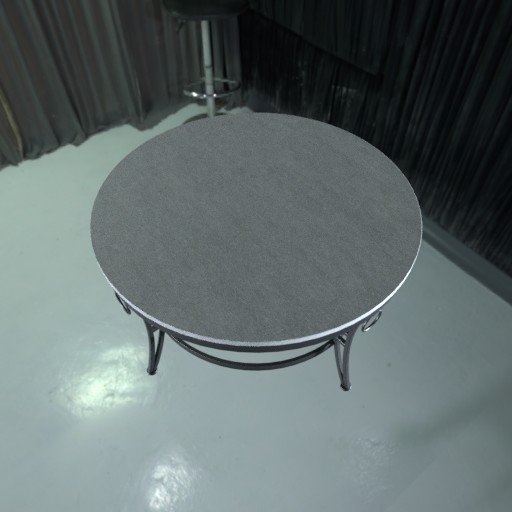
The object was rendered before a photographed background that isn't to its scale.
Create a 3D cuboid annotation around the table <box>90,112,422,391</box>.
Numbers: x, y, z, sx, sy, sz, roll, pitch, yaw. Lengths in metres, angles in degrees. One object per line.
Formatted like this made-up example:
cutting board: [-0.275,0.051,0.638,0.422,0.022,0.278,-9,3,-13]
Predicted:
table: [0.000,0.000,1.398,0.889,0.470,0.889,0,49,0]
